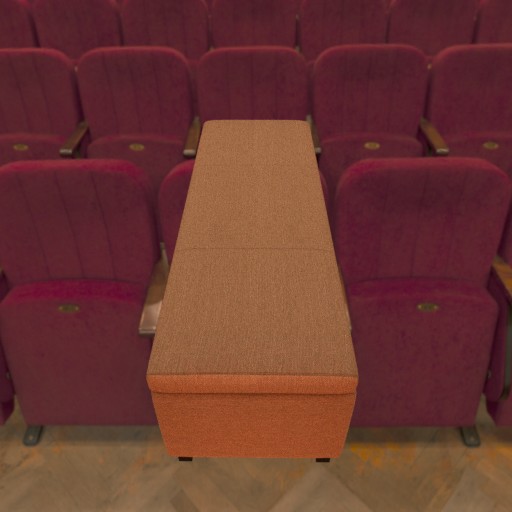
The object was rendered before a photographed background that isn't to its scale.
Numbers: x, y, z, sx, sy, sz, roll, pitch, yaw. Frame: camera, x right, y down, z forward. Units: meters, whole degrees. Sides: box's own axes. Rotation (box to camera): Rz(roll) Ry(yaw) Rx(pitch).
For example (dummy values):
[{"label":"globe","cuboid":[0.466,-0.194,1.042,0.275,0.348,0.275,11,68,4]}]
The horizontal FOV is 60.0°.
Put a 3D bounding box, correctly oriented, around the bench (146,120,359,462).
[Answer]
[{"label":"bench","cuboid":[0.000,0.000,1.499,0.446,0.438,1.269,0,40,0]}]
